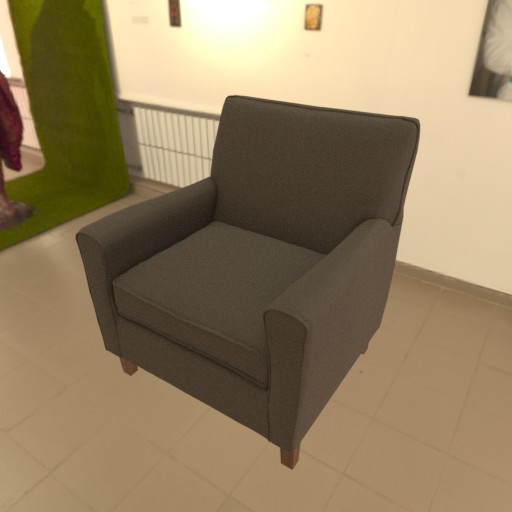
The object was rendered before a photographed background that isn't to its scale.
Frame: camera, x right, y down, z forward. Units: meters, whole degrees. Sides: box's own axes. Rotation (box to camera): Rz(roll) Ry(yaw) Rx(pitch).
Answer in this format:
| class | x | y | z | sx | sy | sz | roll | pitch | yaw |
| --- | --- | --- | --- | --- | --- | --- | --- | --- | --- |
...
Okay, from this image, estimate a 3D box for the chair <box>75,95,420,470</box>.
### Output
| class | x | y | z | sx | sy | sz | roll | pitch | yaw |
| --- | --- | --- | --- | --- | --- | --- | --- | --- | --- |
| chair | 0.000 | 0.000 | 1.576 | 0.836 | 0.911 | 0.831 | 18 | 35 | 28 |
